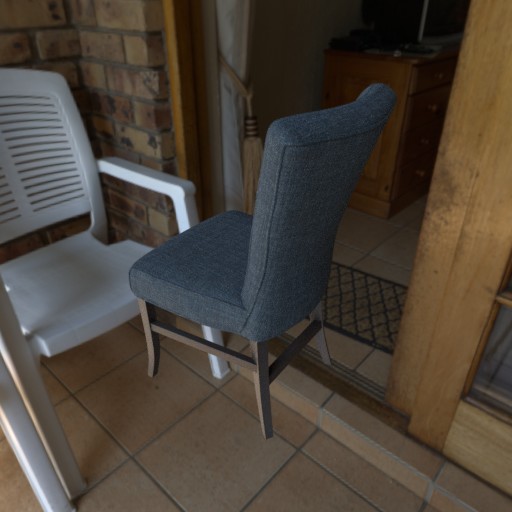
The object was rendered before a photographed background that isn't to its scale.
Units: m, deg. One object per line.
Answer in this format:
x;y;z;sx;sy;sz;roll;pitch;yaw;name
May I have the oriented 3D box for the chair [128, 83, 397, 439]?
0.000;0.000;1.363;0.660;0.991;0.520;21;37;30;chair
